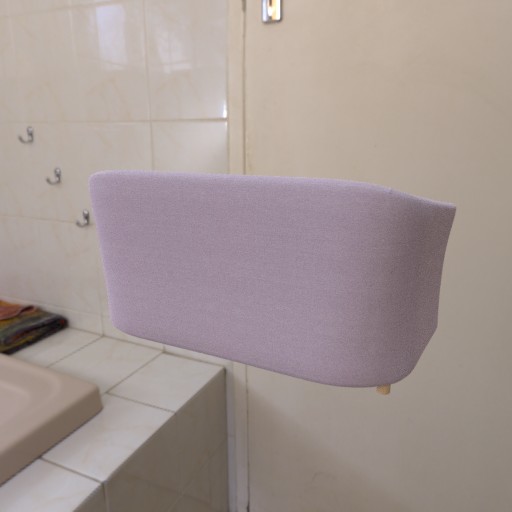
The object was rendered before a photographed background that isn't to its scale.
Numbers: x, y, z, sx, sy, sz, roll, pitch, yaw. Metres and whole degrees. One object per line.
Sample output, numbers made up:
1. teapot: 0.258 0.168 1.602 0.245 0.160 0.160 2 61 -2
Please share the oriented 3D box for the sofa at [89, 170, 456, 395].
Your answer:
1. sofa: 0.000 0.000 1.847 1.452 0.721 0.705 7 17 26
